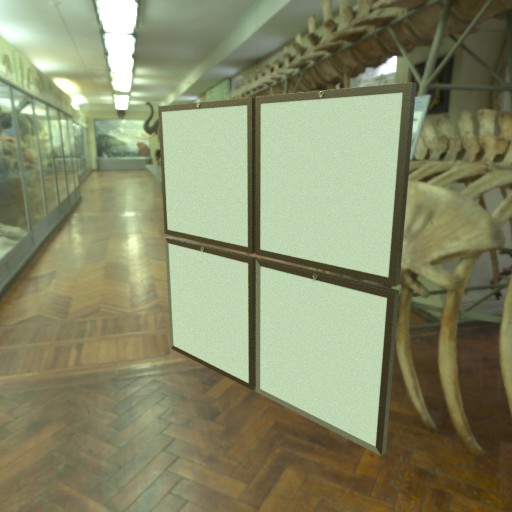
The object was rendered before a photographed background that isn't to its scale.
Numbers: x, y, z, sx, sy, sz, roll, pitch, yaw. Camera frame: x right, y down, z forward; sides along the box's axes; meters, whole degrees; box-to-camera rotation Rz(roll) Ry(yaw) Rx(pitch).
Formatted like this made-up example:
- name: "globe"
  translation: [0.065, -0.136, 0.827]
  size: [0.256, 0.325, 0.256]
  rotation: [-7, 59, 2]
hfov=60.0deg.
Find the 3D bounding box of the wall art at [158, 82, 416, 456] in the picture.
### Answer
- name: "wall art"
  translation: [0.000, 0.000, 1.524]
  size: [1.032, 1.032, 0.030]
  rotation: [13, 19, 42]
